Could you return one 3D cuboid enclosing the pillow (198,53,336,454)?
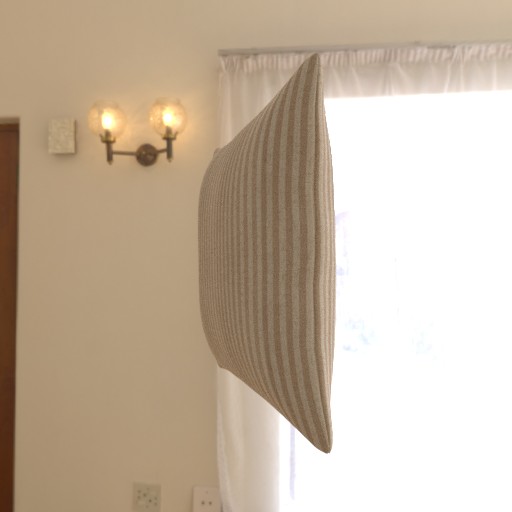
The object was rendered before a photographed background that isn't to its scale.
[{"bbox_3d":[0.000,0.000,0.796,0.166,0.510,0.523,0,-1,-19],"label":"pillow"}]
